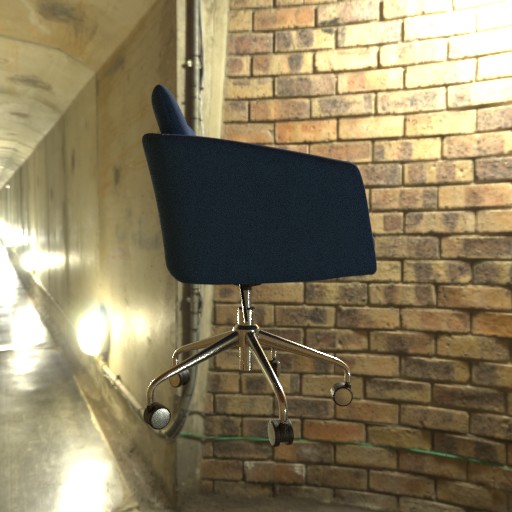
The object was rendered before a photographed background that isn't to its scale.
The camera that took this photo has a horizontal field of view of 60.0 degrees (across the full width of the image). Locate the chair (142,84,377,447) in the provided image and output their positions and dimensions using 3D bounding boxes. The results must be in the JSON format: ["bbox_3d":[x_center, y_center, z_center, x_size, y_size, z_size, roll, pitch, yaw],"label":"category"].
[{"bbox_3d":[0.000,0.000,1.348,0.635,0.908,0.641,0,2,0],"label":"chair"}]
